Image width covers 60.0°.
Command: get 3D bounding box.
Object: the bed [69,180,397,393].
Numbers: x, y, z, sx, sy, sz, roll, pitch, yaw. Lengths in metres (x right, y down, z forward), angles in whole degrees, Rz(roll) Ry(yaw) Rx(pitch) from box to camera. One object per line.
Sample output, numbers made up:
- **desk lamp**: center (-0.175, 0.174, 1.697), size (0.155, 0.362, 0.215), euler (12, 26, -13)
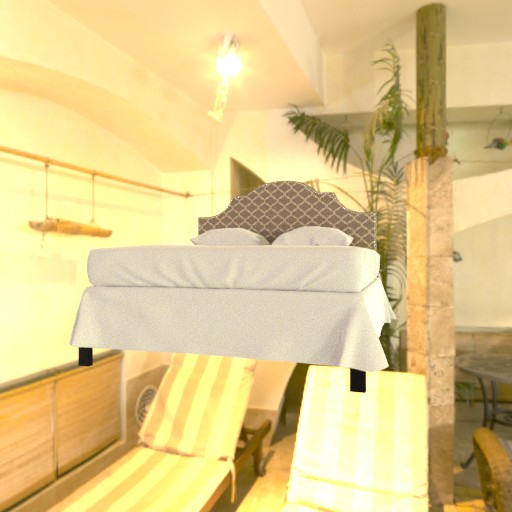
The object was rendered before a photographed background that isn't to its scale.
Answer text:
- **bed**: center (0.000, 0.000, 3.855), size (2.314, 1.601, 2.222), euler (0, 0, 18)
